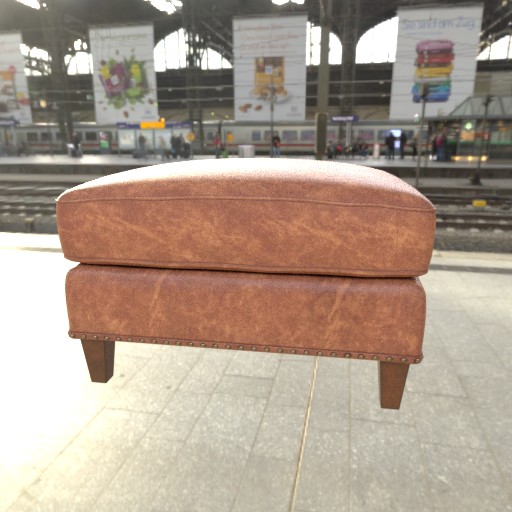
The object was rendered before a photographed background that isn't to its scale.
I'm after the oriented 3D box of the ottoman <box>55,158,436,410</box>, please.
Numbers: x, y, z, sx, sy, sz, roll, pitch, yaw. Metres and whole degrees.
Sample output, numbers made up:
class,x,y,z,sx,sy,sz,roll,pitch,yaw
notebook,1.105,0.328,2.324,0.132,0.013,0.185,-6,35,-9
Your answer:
class,x,y,z,sx,sy,sz,roll,pitch,yaw
ottoman,0.000,0.000,1.133,0.742,0.486,0.586,2,15,9
